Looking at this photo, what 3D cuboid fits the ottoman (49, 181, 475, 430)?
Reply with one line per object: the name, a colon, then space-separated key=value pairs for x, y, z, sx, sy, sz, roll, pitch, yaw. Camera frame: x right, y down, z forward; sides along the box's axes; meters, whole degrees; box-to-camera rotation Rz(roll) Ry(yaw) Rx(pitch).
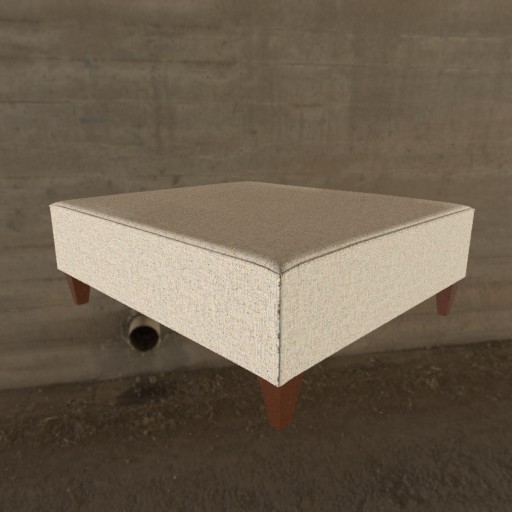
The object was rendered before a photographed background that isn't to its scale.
ottoman: x=0.000 y=0.000 z=1.185 sx=0.736 sy=0.303 sz=0.835 roll=-15 pitch=22 yaw=-43
